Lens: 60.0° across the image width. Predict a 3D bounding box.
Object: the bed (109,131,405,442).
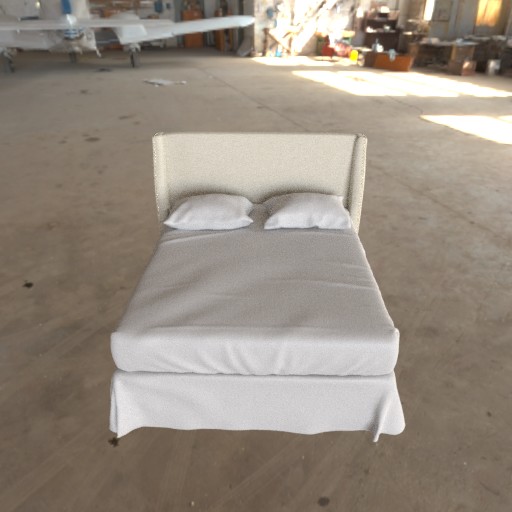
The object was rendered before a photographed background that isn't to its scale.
[{"bbox_3d":[0.000,0.000,3.347,1.925,1.332,2.276,1,29,1],"label":"bed"}]
